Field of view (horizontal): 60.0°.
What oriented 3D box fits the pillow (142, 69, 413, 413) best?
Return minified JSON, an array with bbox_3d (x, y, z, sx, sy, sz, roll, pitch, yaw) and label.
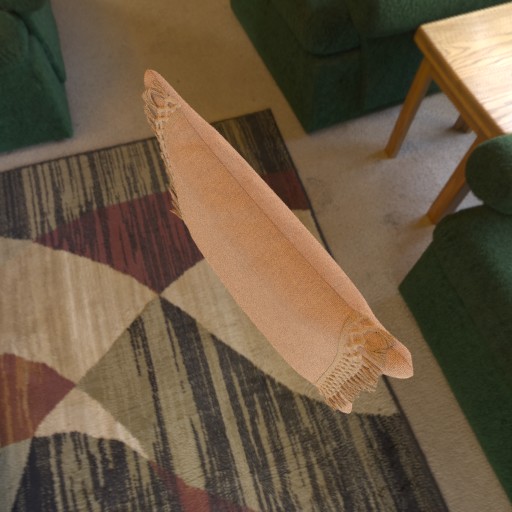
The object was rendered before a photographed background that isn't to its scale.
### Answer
[{"bbox_3d":[0.000,0.000,0.601,0.084,0.305,0.466,-33,68,-15],"label":"pillow"}]
